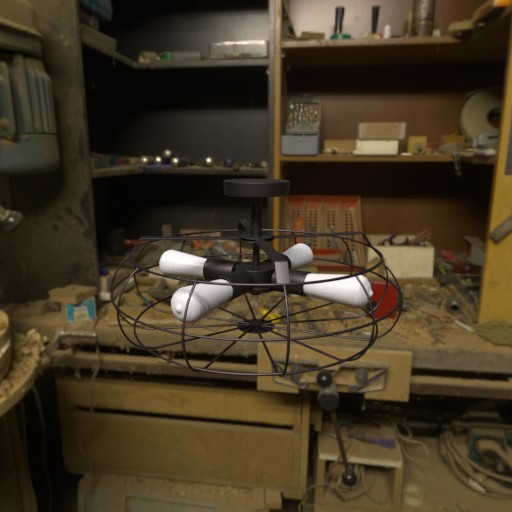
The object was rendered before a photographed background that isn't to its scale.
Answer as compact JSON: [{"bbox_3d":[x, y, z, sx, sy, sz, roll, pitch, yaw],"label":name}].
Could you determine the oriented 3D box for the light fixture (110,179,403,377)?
[{"bbox_3d":[0.000,0.000,0.917,0.582,0.311,0.582,0,14,0],"label":"light fixture"}]
